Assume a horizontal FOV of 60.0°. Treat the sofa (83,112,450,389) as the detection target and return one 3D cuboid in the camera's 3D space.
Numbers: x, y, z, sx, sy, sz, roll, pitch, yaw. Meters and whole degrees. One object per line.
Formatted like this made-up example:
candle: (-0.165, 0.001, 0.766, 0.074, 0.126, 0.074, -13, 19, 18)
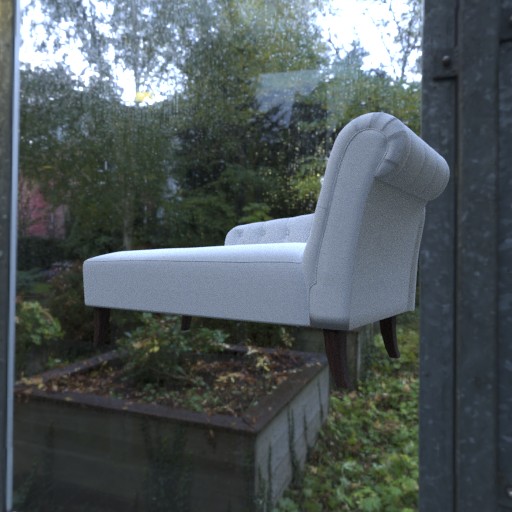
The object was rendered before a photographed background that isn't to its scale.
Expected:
sofa: (0.000, 0.000, 1.802, 1.379, 0.787, 0.675, 0, -1, 35)
